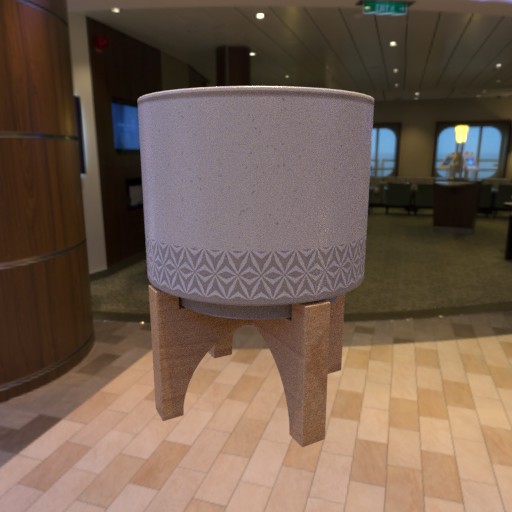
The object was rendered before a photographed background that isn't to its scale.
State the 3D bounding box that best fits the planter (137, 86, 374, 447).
[{"bbox_3d":[0.000,0.000,0.270,0.130,0.178,0.130,0,13,0],"label":"planter"}]
